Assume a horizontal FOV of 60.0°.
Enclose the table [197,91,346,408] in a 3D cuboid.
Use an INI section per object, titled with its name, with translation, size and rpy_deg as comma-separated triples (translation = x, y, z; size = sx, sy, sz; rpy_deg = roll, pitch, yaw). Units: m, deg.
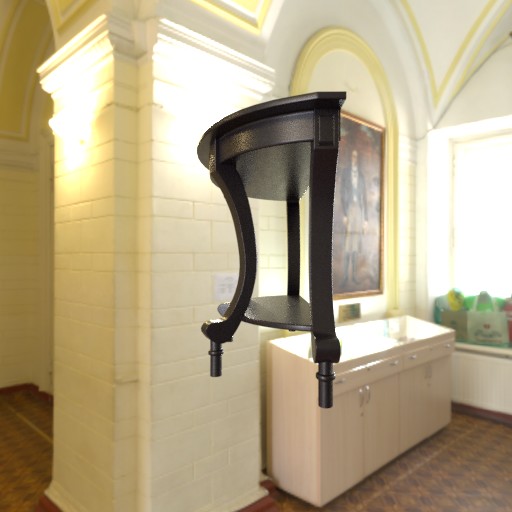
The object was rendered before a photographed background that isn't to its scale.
[table]
translation = 0.000, 0.000, 1.538
size = 0.394, 0.692, 1.198
rpy_deg = 0, 0, 1
